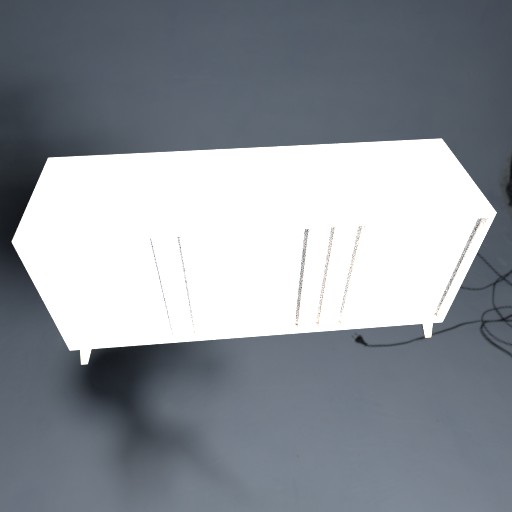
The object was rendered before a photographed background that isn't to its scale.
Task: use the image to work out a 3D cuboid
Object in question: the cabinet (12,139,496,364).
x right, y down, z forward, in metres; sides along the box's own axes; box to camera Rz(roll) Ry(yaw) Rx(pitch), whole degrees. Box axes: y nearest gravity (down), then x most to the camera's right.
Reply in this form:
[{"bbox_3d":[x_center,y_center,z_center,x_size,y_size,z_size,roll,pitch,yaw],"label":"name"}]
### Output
[{"bbox_3d":[0.000,0.000,1.954,1.649,0.780,0.500,-4,45,-4],"label":"cabinet"}]
